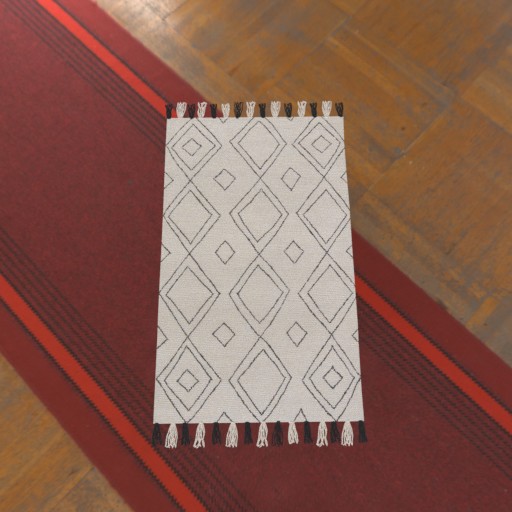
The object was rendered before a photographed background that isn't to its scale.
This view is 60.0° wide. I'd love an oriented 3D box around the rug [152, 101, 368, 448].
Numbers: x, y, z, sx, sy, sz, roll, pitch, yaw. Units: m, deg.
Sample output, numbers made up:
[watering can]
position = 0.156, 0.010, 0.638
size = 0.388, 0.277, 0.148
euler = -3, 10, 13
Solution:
[rug]
position = 0.000, 0.000, 3.440
size = 1.524, 0.021, 2.755
euler = -1, 75, 0
